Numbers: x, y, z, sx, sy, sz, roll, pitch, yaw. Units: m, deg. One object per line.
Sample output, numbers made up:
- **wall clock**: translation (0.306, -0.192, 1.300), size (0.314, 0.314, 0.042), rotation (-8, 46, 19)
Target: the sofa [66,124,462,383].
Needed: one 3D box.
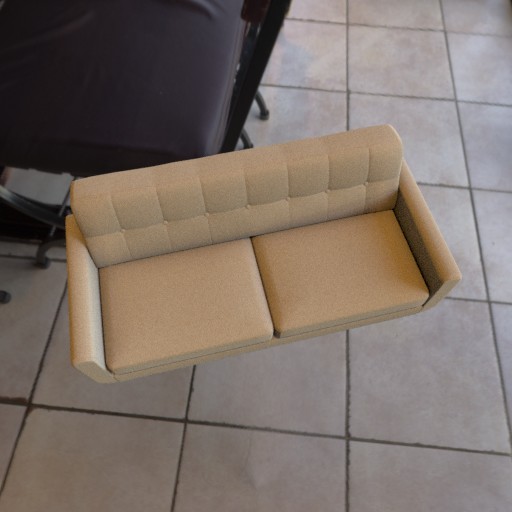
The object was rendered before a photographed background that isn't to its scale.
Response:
- **sofa**: translation (0.000, 0.000, 2.683), size (2.137, 0.892, 0.980), rotation (-12, 63, -6)
